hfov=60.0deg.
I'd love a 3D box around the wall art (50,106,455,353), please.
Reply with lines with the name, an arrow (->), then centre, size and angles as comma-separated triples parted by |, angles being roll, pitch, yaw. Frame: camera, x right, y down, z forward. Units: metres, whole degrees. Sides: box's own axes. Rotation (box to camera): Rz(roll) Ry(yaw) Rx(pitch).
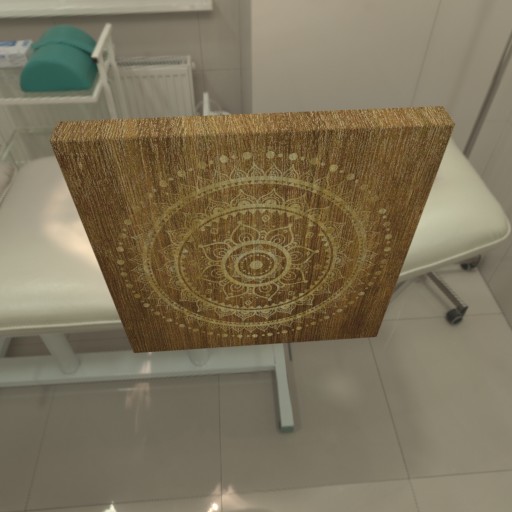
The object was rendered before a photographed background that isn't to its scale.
wall art -> 0.000, 0.000, 0.601 | 0.406, 0.403, 0.039 | -3, 47, -3
